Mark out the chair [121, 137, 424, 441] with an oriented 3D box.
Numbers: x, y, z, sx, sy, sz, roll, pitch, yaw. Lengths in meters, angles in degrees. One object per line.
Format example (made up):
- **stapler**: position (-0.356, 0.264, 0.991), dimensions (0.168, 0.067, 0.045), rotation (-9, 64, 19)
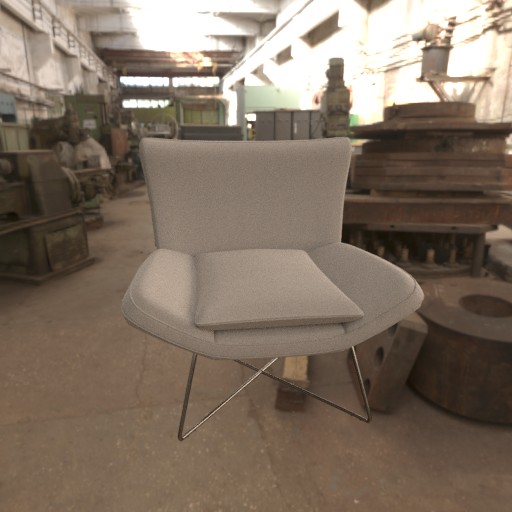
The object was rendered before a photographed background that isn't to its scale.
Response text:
- **chair**: position (0.000, 0.000, 1.666), dimensions (0.859, 0.855, 1.008), rotation (-2, 16, -8)
